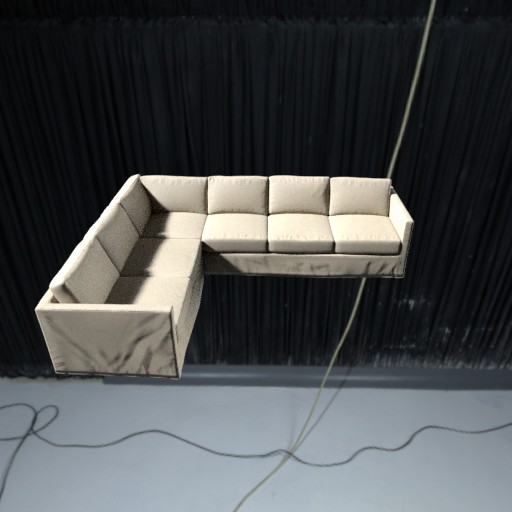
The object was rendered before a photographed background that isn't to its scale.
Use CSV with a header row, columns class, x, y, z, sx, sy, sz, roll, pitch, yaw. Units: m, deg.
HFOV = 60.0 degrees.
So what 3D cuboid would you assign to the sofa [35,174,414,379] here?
class,x,y,z,sx,sy,sz,roll,pitch,yaw
sofa,0.000,0.000,4.354,3.182,0.871,2.432,1,31,1
